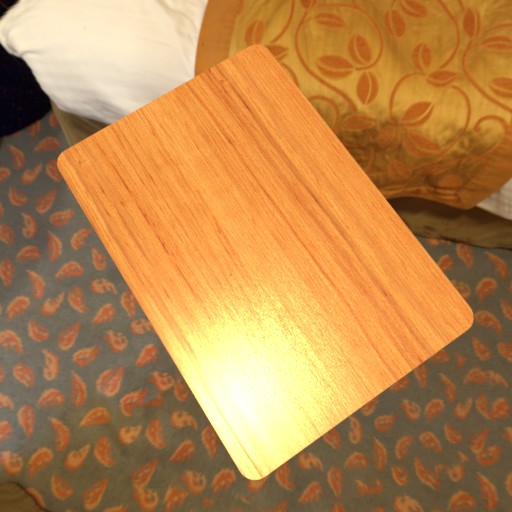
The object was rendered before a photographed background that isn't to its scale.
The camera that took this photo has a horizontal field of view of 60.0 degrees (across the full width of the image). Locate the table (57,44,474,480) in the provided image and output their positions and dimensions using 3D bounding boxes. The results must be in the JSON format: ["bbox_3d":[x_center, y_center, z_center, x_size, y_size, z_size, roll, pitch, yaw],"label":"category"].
[{"bbox_3d":[0.000,0.000,1.384,0.696,0.445,0.997,-33,78,-8],"label":"table"}]
